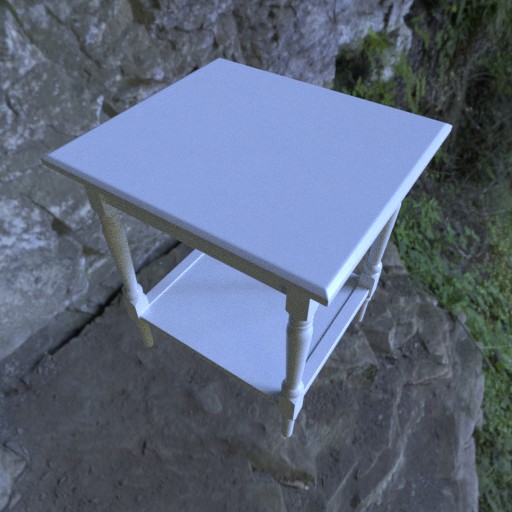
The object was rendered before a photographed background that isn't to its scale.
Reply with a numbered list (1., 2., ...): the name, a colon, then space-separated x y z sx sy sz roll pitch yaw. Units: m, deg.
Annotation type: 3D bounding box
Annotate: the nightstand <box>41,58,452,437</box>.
1. nightstand: 0.000 0.000 0.923 0.505 0.555 0.459 26 51 23
